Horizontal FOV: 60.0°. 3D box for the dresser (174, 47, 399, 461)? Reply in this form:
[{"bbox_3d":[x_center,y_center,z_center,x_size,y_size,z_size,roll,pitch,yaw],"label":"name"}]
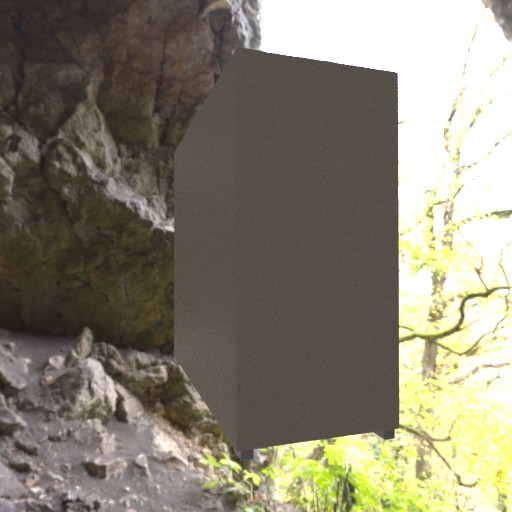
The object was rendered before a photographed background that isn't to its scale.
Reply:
[{"bbox_3d":[0.000,0.000,1.658,0.460,1.000,1.100,0,-1,-18],"label":"dresser"}]
